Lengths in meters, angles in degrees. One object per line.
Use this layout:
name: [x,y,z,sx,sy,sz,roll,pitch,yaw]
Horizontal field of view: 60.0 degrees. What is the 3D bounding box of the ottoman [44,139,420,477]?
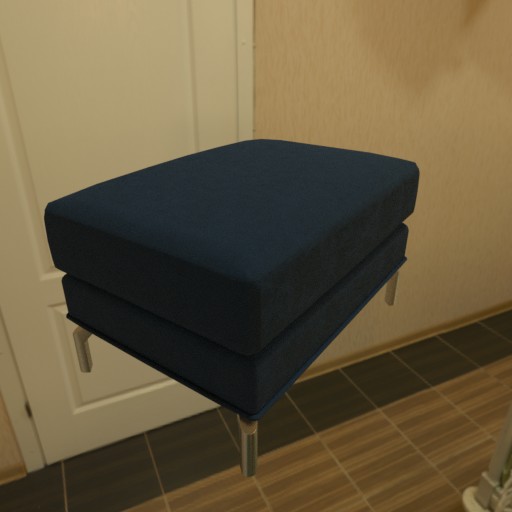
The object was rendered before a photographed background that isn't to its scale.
ottoman: [0.000,0.000,1.199,0.587,0.498,0.835,17,31,32]
